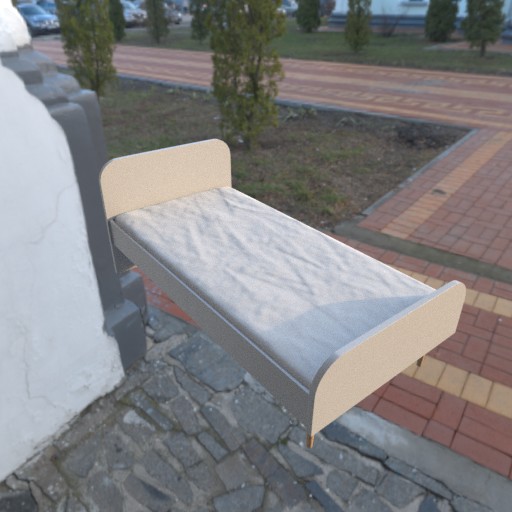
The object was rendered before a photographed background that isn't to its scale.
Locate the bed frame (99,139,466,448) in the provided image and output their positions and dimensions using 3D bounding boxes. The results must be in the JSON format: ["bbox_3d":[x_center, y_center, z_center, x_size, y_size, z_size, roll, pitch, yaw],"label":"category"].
[{"bbox_3d":[0.000,0.000,2.537,0.998,0.805,1.963,-21,36,-32],"label":"bed frame"}]
